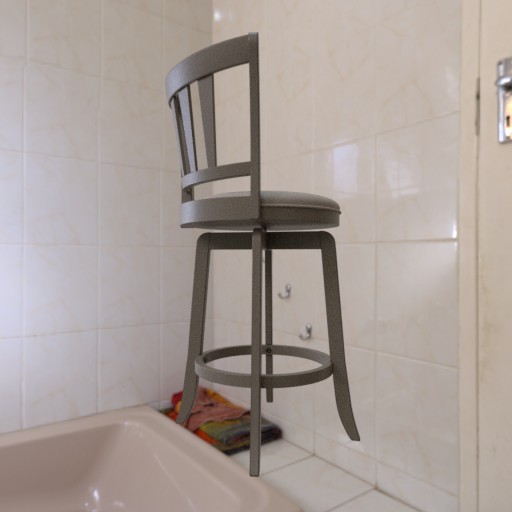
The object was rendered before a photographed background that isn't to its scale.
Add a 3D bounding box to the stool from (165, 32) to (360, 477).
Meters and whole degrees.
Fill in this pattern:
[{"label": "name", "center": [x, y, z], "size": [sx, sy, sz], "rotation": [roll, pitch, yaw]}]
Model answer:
[{"label": "stool", "center": [0.000, 0.000, 1.246], "size": [0.486, 0.994, 0.450], "rotation": [0, 0, -35]}]
